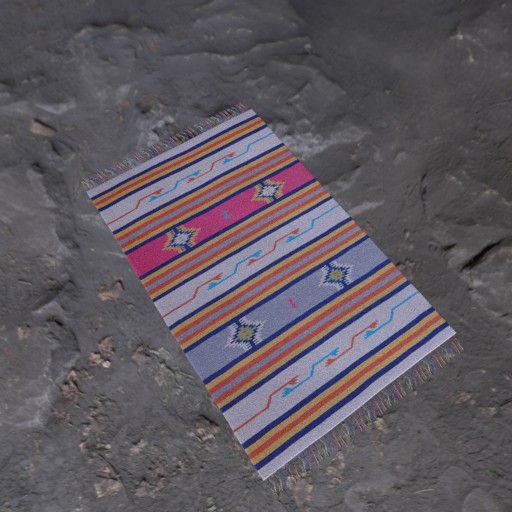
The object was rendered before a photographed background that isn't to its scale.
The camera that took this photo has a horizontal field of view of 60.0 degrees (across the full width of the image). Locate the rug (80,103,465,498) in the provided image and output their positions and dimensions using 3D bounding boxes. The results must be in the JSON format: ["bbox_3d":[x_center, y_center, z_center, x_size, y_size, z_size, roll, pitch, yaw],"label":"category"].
[{"bbox_3d":[0.000,0.000,2.214,1.084,0.013,1.849,-31,67,-15],"label":"rug"}]
